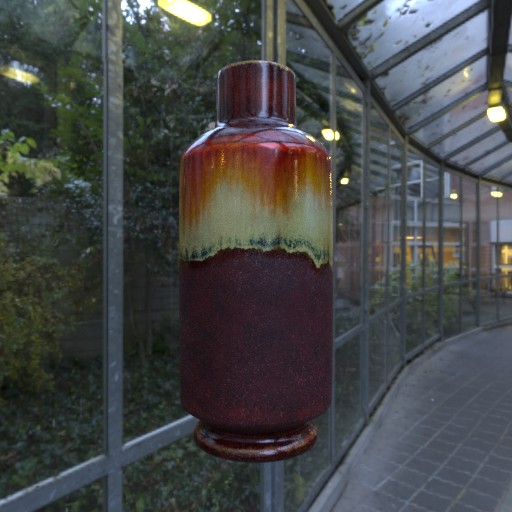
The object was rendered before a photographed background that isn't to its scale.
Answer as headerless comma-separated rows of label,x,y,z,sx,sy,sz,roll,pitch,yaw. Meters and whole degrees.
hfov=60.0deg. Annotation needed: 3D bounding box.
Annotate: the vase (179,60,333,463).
vase,0.000,0.000,0.323,0.111,0.261,0.111,0,0,0
